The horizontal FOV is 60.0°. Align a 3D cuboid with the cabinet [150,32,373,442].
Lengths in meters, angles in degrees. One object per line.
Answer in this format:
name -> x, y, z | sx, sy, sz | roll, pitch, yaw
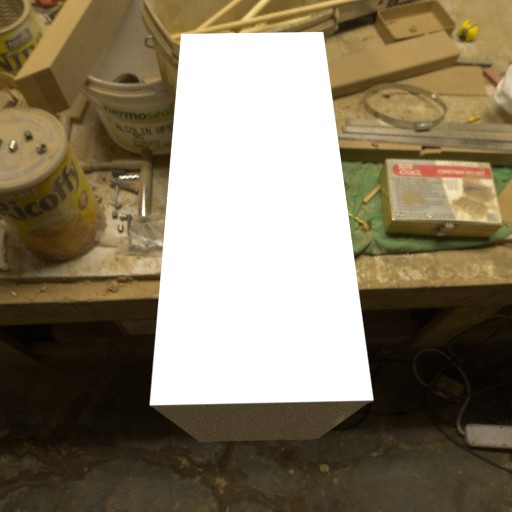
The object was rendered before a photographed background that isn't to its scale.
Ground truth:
cabinet -> 0.000, 0.000, 1.375 | 0.400, 0.800, 1.000 | -1, 63, -1
